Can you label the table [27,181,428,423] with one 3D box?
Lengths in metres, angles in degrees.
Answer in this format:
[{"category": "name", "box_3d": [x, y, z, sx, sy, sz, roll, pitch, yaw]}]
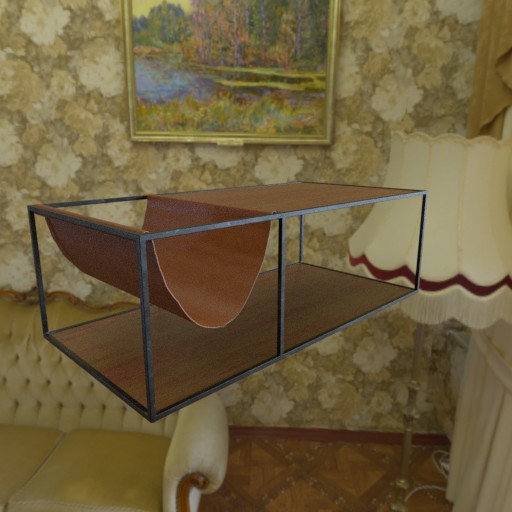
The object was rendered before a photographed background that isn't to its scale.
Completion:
[{"category": "table", "box_3d": [0.000, 0.000, 1.482, 1.199, 0.403, 0.597, -13, 19, -43]}]
